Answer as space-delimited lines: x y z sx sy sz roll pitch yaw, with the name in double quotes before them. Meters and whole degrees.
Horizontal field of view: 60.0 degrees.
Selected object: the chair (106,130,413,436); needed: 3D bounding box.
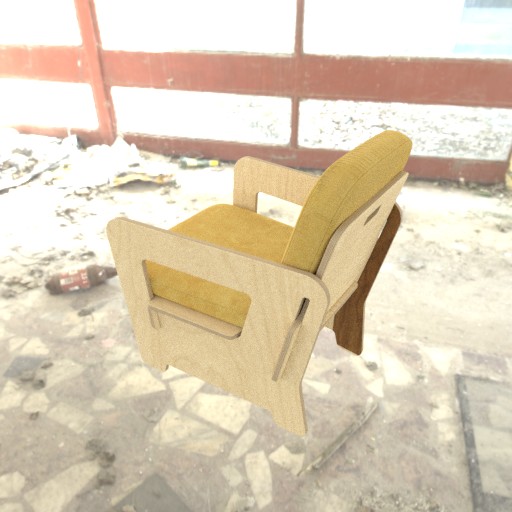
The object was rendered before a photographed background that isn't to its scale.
"chair" 0.000 0.000 1.336 0.710 0.800 0.590 20 37 29
